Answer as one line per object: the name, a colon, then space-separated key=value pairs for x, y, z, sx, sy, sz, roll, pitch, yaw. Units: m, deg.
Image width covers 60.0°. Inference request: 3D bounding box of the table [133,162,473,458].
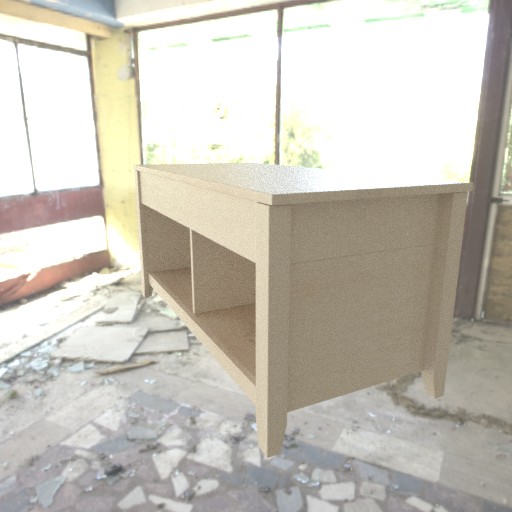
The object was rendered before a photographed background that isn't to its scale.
table: x=0.000 y=0.000 z=1.282 sx=0.457 sy=0.483 sz=1.016 roll=-7 pitch=16 yaw=-26
